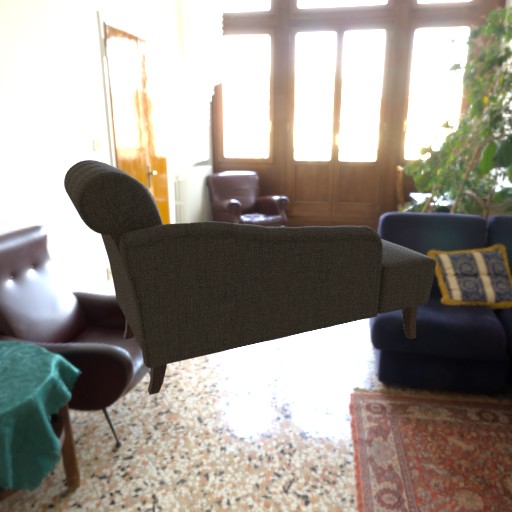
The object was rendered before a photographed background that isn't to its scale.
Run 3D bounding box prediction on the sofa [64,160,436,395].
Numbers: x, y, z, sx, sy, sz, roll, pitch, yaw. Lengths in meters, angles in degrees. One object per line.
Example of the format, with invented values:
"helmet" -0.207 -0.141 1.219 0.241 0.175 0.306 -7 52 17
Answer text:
"sofa" 0.000 0.000 1.847 1.379 0.787 0.675 -8 18 -25
